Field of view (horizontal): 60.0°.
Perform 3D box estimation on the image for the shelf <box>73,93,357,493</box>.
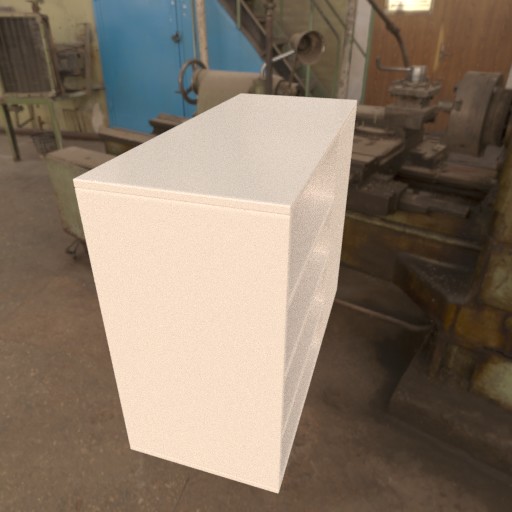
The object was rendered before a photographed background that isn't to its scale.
[{"bbox_3d":[0.000,0.000,1.282,0.396,0.732,0.895,9,31,15],"label":"shelf"}]
